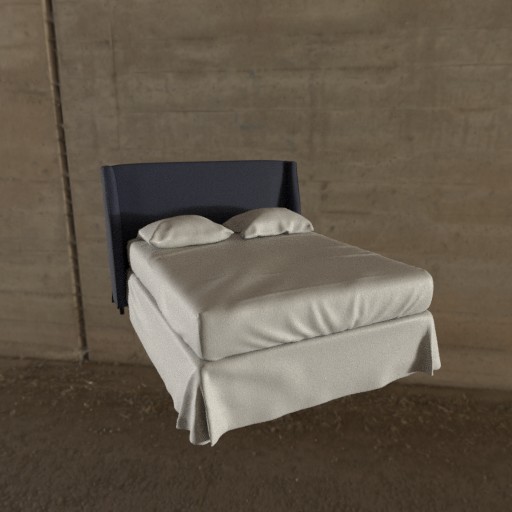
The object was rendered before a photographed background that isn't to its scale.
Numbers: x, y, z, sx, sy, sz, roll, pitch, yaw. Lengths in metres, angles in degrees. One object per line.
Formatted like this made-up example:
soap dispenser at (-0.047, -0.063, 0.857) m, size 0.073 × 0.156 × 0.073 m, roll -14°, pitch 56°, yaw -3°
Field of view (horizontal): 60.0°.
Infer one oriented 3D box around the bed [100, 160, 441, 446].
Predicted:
bed at (0.000, 0.000, 3.428) m, size 1.925 × 1.332 × 2.276 m, roll -7°, pitch 17°, yaw -25°
